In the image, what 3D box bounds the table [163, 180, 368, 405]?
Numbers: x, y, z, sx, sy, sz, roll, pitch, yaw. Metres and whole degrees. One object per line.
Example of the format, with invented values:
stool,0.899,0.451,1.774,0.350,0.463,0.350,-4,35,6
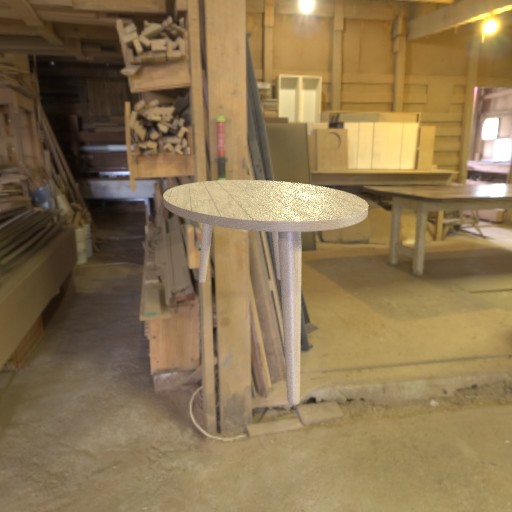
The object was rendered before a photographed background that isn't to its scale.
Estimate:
table,0.000,0.000,1.369,0.542,0.390,1.083,-2,14,-9
